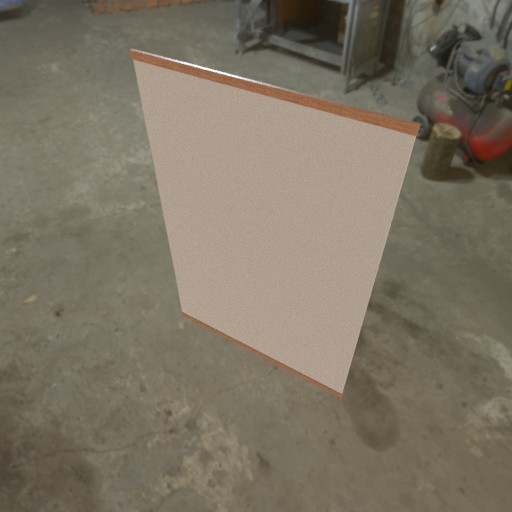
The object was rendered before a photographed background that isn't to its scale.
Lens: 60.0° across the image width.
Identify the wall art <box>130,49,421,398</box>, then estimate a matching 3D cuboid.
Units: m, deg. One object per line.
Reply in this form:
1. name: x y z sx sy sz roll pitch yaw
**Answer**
1. wall art: 0.000 0.000 1.904 1.019 1.527 0.019 23 50 21
